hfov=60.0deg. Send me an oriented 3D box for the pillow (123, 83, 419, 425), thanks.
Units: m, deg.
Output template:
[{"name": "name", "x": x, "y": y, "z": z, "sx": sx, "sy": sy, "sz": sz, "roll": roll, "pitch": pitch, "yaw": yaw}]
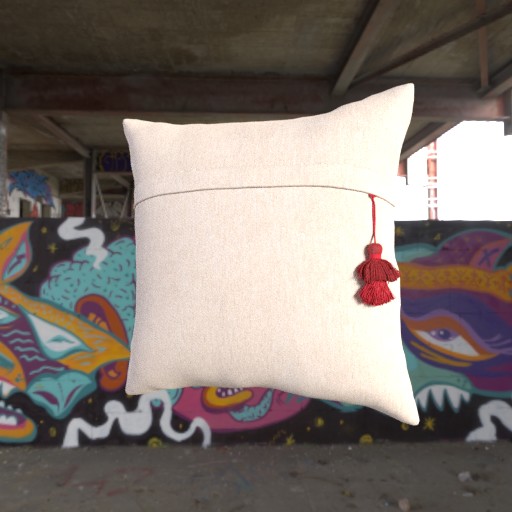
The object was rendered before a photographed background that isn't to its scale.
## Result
[{"name": "pillow", "x": 0.000, "y": 0.000, "z": 0.634, "sx": 0.433, "sy": 0.436, "sz": 0.173, "roll": -1, "pitch": -3, "yaw": 18}]
